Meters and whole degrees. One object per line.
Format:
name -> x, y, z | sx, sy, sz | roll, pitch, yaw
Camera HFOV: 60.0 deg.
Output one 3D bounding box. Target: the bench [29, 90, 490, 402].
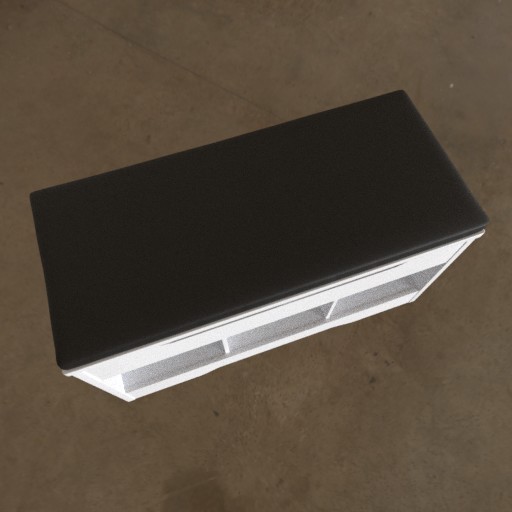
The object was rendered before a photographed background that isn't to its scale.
bench -> 0.000, 0.000, 1.147 | 0.899, 0.500, 0.401 | -18, 66, -8
